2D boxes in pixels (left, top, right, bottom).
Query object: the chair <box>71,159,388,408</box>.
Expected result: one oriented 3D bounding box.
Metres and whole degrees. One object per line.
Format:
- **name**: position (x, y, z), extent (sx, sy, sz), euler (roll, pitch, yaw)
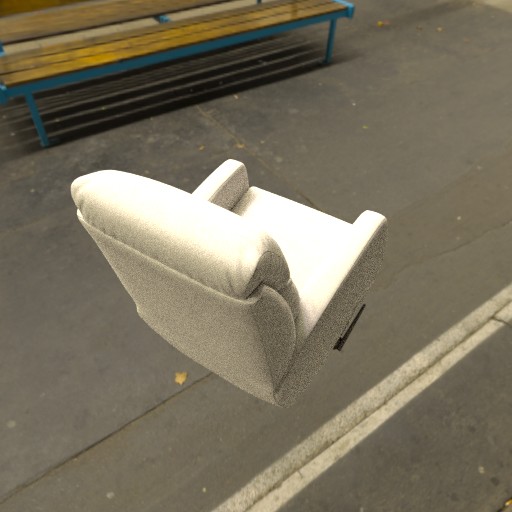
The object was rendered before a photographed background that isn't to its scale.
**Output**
- **chair**: position (0.000, 0.000, 1.673), extent (0.812, 1.015, 0.941), euler (25, 51, 22)
